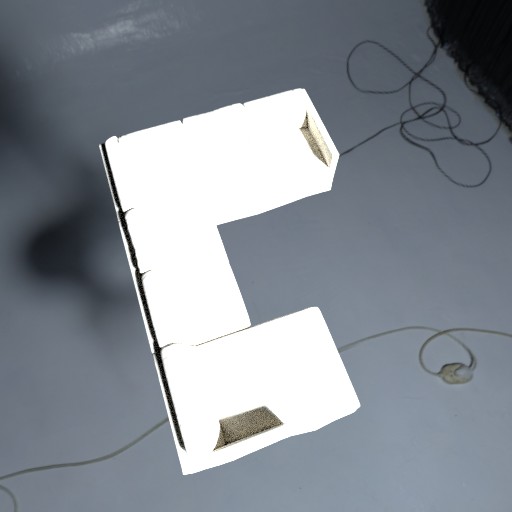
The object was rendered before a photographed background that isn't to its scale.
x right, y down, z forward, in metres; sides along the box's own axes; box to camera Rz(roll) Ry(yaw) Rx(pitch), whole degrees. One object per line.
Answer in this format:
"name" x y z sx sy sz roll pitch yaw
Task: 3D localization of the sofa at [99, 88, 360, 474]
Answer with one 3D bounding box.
"sofa" 0.000 0.000 4.534 2.448 0.882 3.464 -18 67 -8
